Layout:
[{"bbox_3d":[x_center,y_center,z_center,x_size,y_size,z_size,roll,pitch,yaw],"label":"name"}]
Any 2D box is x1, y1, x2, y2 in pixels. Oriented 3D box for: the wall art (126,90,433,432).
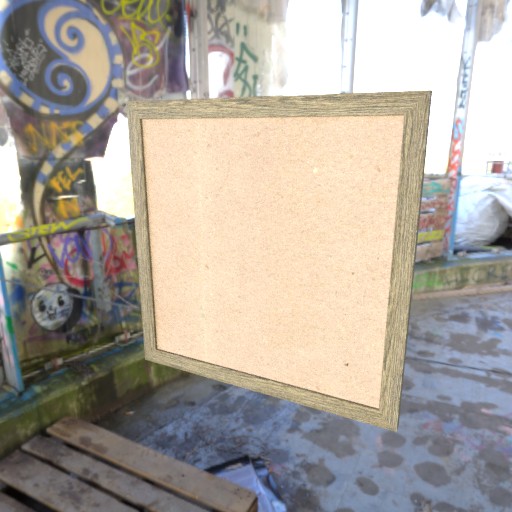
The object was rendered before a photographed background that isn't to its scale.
[{"bbox_3d":[0.000,0.000,0.750,0.508,0.508,0.019,8,18,26],"label":"wall art"}]
